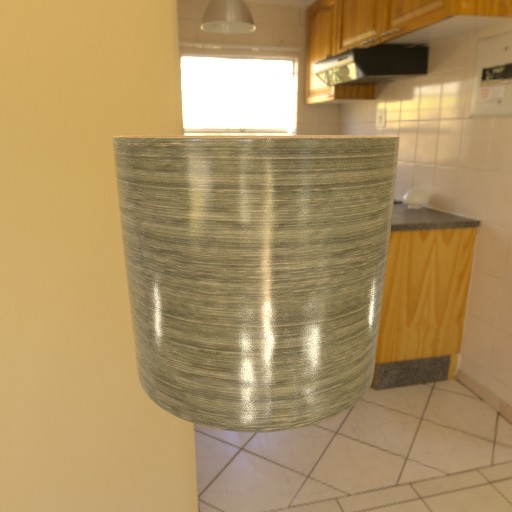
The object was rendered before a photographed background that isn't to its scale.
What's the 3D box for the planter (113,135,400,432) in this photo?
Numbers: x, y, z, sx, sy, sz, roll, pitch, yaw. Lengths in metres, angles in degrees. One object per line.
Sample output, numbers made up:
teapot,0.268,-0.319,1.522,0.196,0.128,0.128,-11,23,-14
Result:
planter,0.000,0.000,0.385,0.221,0.201,0.221,0,16,0
